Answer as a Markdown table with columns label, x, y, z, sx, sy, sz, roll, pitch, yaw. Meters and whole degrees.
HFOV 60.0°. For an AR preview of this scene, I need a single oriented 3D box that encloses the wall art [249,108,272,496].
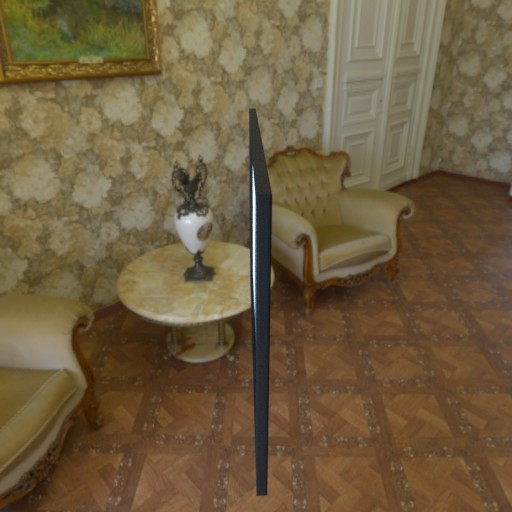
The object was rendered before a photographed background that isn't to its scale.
| label | x | y | z | sx | sy | sz | roll | pitch | yaw |
| --- | --- | --- | --- | --- | --- | --- | --- | --- | --- |
| wall art | 0.000 | 0.000 | 1.227 | 0.049 | 0.659 | 0.964 | 0 | 26 | 0 |
